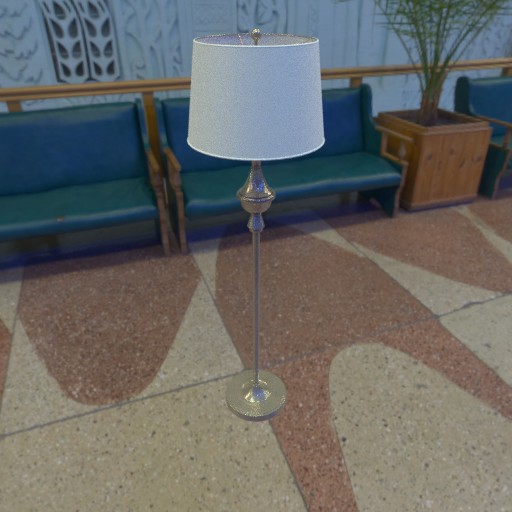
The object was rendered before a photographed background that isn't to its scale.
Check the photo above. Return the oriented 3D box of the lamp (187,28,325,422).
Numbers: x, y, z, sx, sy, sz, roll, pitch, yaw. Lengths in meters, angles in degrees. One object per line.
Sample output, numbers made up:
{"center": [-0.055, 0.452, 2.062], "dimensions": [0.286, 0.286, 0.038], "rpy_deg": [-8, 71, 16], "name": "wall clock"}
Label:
{"center": [0.000, 0.000, 1.626], "dimensions": [0.431, 1.488, 0.431], "rpy_deg": [0, 31, 0], "name": "lamp"}
